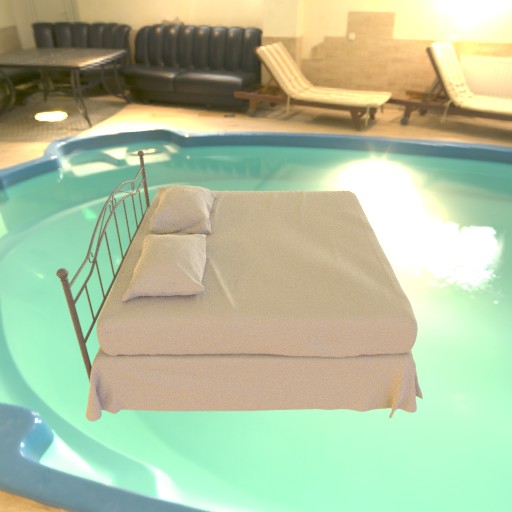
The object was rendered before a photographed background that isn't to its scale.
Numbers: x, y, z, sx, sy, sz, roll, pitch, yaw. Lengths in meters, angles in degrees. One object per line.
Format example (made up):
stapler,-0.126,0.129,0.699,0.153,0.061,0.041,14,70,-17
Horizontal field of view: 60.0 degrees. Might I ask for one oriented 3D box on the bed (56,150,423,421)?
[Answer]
bed,0.000,0.000,3.538,2.220,1.080,2.309,0,32,0
